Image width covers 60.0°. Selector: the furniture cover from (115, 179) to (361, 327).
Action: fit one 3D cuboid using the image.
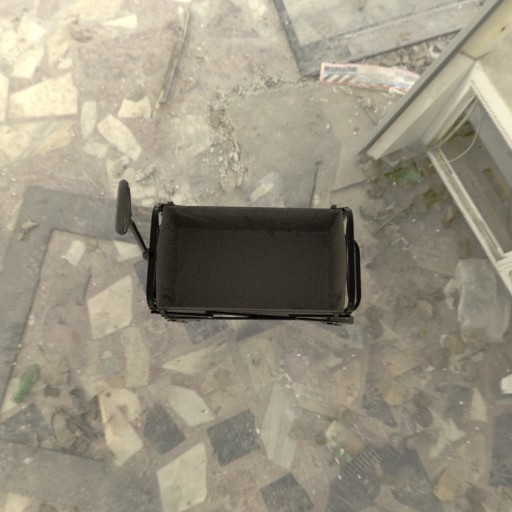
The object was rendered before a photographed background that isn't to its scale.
[{"bbox_3d":[0.000,0.000,1.836,1.038,1.295,0.532,1,78,0],"label":"furniture cover"}]
